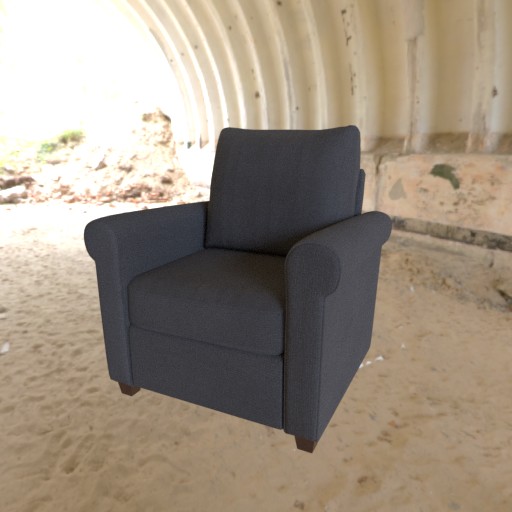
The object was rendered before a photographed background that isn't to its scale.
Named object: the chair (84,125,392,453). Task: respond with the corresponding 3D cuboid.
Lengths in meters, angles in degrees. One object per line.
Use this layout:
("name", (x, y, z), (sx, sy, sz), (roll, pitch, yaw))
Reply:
("chair", (0.000, 0.000, 1.649), (0.867, 0.942, 0.828), (7, 16, 25))
